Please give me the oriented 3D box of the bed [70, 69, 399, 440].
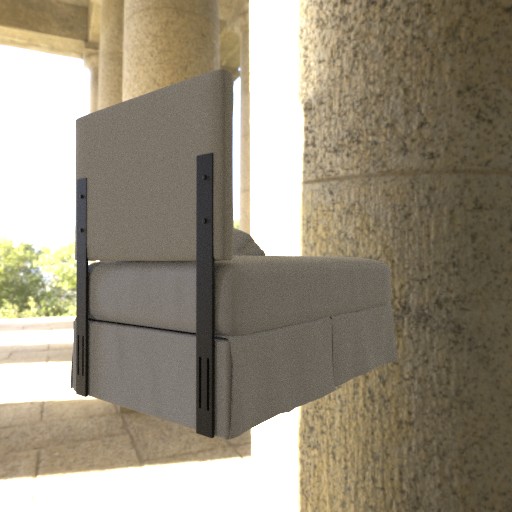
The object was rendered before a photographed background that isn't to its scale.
[{"bbox_3d":[0.000,0.000,2.974,1.261,1.571,1.997,-1,-1,37],"label":"bed"}]
